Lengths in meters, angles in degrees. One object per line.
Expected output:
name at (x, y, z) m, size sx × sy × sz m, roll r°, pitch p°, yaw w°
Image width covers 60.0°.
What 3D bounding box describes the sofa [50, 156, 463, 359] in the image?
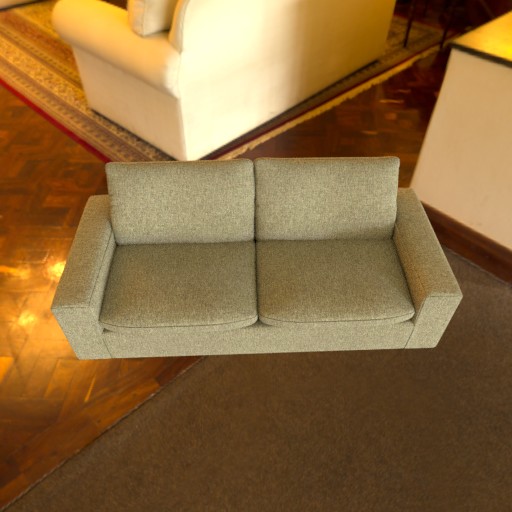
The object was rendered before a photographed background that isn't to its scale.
sofa at (0.000, 0.000, 2.837) m, size 2.299 × 0.922 × 1.040 m, roll -2°, pitch 46°, yaw -2°
